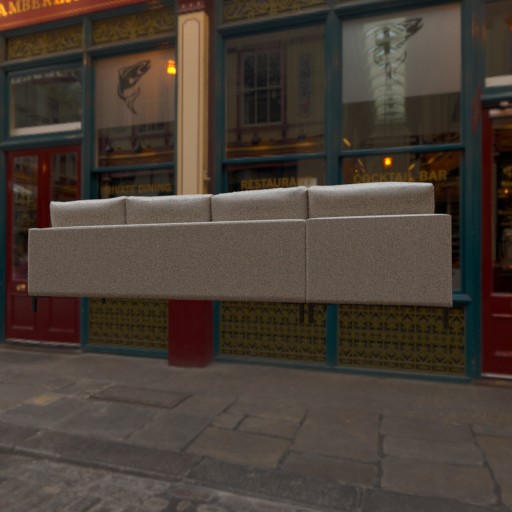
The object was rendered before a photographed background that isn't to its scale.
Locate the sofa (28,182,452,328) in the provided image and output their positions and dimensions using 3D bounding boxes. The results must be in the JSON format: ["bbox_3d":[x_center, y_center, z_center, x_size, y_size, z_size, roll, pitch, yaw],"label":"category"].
[{"bbox_3d":[0.000,0.000,3.099,2.423,0.703,1.617,0,-1,18],"label":"sofa"}]
